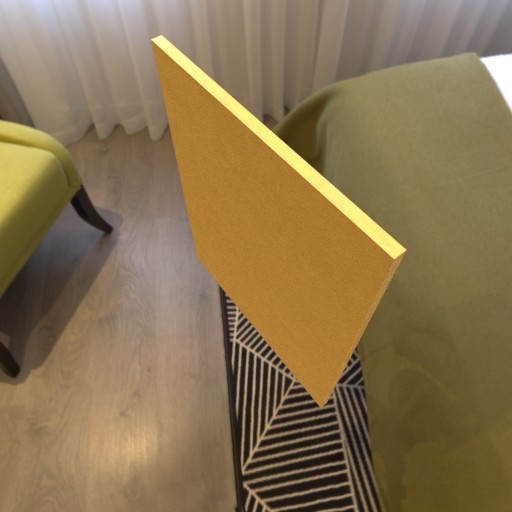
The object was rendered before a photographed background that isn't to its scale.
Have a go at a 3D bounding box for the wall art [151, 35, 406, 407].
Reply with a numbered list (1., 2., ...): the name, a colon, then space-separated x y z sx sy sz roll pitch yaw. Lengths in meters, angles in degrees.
1. wall art: 0.000 0.000 1.339 0.030 1.002 0.798 -33 63 -19
